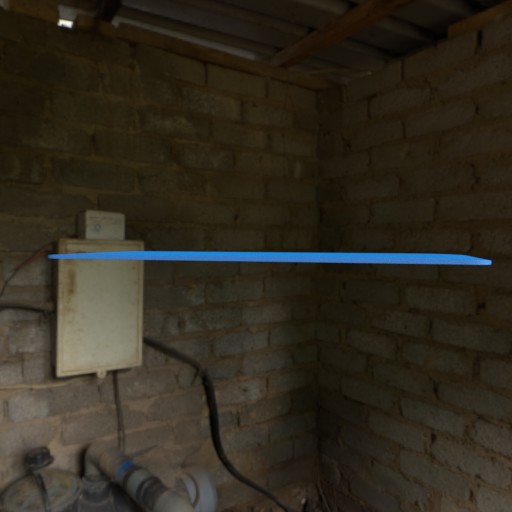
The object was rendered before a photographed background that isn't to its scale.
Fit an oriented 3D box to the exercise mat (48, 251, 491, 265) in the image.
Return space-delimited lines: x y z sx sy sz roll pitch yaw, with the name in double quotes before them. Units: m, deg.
"exercise mat" 0.000 0.000 2.058 1.869 0.021 0.616 1 2 17
